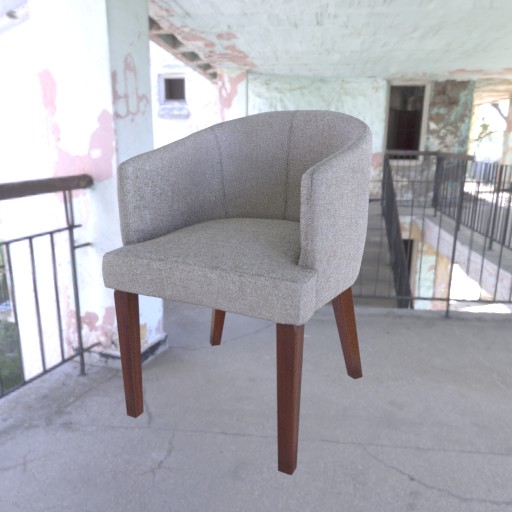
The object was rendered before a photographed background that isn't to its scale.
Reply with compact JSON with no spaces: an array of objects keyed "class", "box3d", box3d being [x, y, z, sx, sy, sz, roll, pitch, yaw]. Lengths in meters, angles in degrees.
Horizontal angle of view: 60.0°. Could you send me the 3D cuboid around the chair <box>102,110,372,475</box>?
[{"class":"chair","box3d":[0.000,0.000,1.242,0.583,0.811,0.655,7,16,26]}]
